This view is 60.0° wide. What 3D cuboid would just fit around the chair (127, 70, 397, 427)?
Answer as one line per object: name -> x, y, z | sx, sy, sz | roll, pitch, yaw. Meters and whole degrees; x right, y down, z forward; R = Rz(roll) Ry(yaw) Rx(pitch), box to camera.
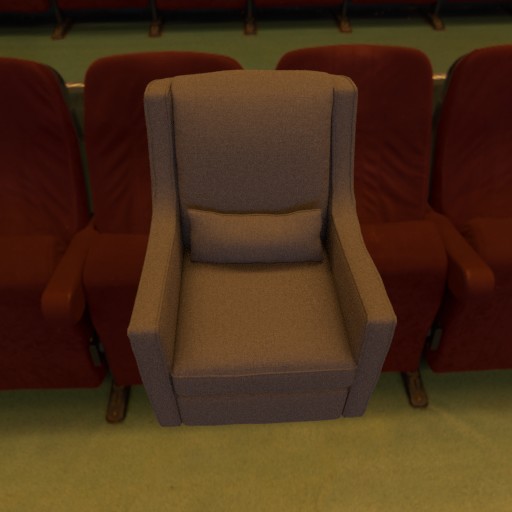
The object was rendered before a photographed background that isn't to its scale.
chair -> 0.000, 0.000, 1.554 | 0.732, 0.993, 0.879 | -2, 45, -2
